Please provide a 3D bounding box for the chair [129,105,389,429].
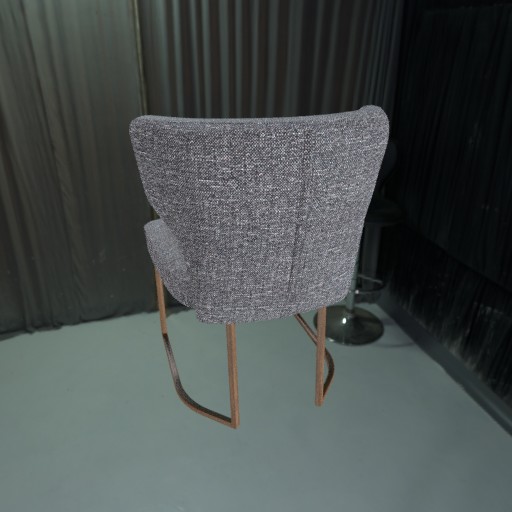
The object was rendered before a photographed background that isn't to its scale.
[{"bbox_3d":[0.000,0.000,1.243,0.611,0.824,0.617,-8,27,-17],"label":"chair"}]
